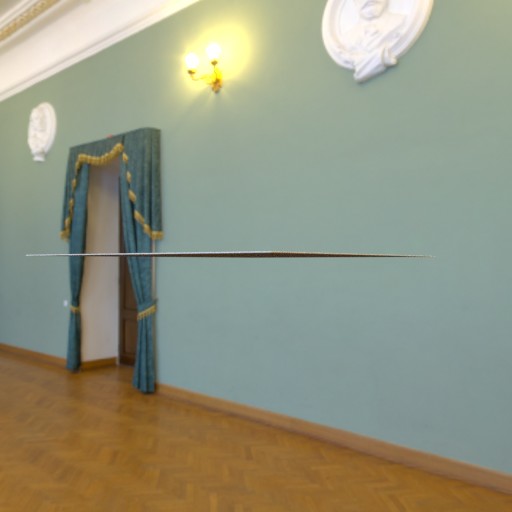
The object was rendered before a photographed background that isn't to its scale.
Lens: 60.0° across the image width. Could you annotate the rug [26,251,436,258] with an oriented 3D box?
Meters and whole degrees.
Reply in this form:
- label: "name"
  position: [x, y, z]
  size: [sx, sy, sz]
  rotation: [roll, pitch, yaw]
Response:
- label: "rug"
  position: [0.000, 0.000, 4.120]
  size: [2.421, 0.008, 3.045]
  rotation: [0, -1, 36]
